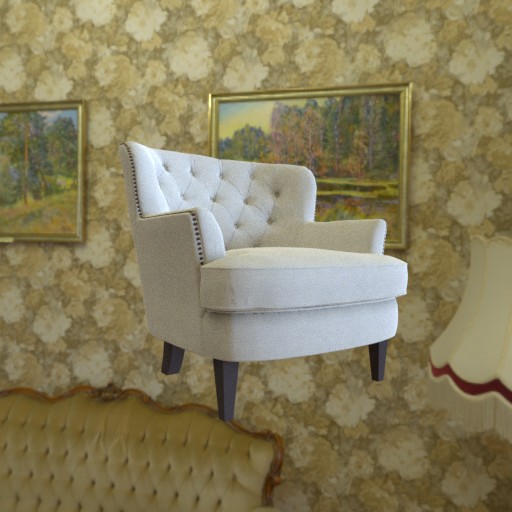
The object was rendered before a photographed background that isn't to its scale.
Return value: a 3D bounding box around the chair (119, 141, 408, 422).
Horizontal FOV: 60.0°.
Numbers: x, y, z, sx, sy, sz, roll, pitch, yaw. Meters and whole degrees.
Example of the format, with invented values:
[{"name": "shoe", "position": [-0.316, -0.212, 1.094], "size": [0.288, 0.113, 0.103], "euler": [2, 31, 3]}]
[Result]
[{"name": "chair", "position": [0.000, 0.000, 1.604], "size": [0.848, 0.868, 0.906], "euler": [-1, 1, -35]}]
